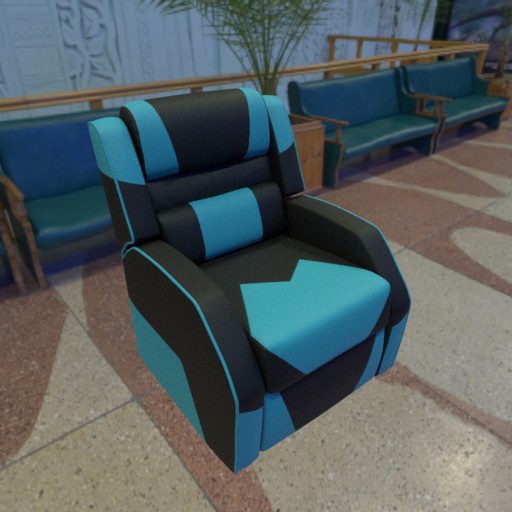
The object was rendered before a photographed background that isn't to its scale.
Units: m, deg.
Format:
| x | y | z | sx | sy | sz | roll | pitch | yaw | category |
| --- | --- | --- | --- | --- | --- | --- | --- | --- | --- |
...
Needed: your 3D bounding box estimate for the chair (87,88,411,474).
| x | y | z | sx | sy | sz | roll | pitch | yaw | category |
| --- | --- | --- | --- | --- | --- | --- | --- | --- | --- |
| 0.000 | 0.000 | 1.264 | 0.620 | 0.805 | 0.672 | -21 | 36 | -32 | chair |
